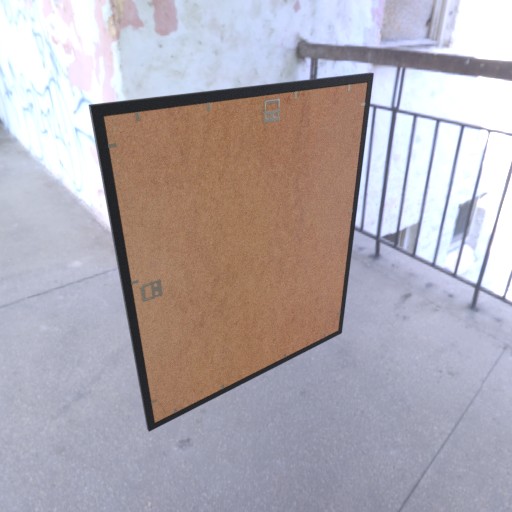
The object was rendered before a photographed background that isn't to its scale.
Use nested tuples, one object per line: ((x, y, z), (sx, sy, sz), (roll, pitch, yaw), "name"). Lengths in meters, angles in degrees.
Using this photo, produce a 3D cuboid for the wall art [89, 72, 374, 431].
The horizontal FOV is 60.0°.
((0.000, 0.000, 0.910), (0.559, 0.660, 0.018), (-19, 35, -30), "wall art")
